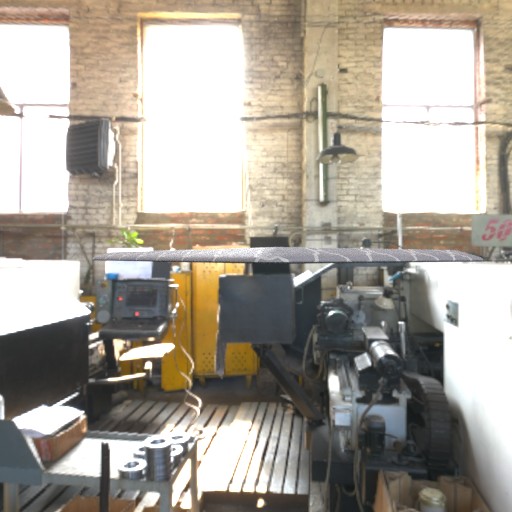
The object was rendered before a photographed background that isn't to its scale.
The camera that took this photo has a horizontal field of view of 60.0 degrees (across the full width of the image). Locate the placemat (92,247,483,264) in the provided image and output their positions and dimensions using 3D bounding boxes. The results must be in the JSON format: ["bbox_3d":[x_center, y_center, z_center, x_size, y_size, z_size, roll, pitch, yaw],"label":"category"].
[{"bbox_3d":[0.000,0.000,0.968,0.508,0.021,0.762,0,0,-36],"label":"placemat"}]
